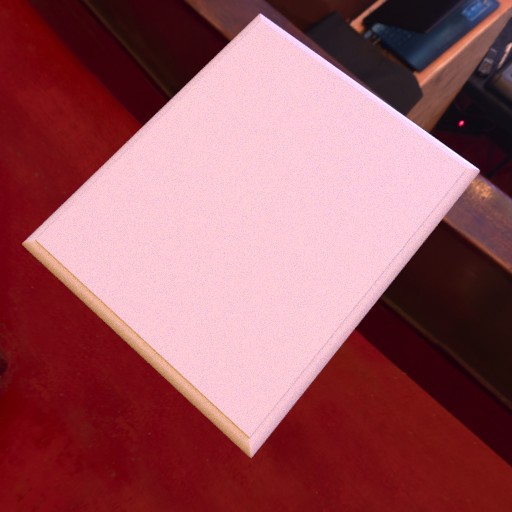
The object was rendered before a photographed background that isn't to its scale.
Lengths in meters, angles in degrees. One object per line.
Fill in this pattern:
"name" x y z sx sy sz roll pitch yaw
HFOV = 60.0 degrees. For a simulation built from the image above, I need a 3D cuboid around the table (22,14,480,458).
"table" 0.000 0.000 0.811 0.381 0.531 0.460 40 79 9
